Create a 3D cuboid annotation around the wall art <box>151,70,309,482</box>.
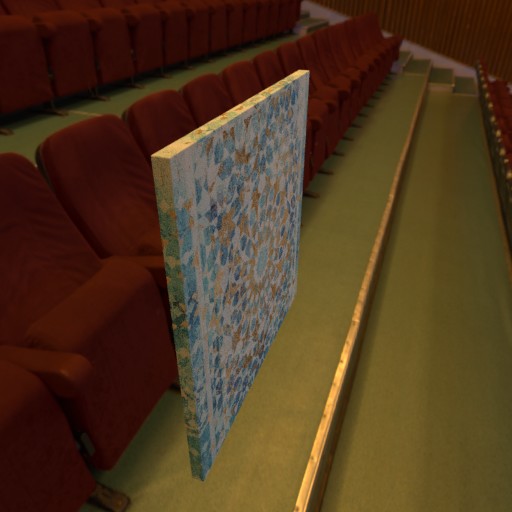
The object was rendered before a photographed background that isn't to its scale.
[{"bbox_3d":[0.000,0.000,1.342,0.040,0.916,0.916,11,33,17],"label":"wall art"}]
